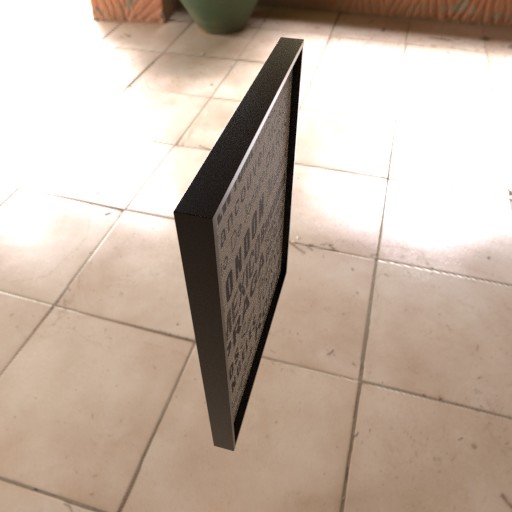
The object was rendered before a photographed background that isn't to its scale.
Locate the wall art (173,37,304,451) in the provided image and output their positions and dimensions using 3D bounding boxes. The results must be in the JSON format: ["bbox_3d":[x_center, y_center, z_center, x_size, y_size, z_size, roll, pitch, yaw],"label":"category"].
[{"bbox_3d":[0.000,0.000,0.752,0.038,0.551,0.448,11,47,10],"label":"wall art"}]
